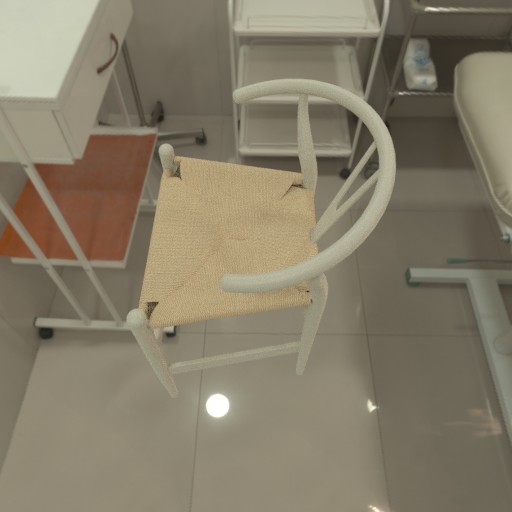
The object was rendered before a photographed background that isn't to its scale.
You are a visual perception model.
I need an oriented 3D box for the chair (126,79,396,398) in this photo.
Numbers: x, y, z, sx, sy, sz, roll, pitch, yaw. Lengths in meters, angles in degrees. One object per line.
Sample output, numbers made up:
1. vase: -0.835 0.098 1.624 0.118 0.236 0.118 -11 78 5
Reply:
1. chair: 0.000 0.000 1.100 0.500 0.736 0.533 1 56 0
